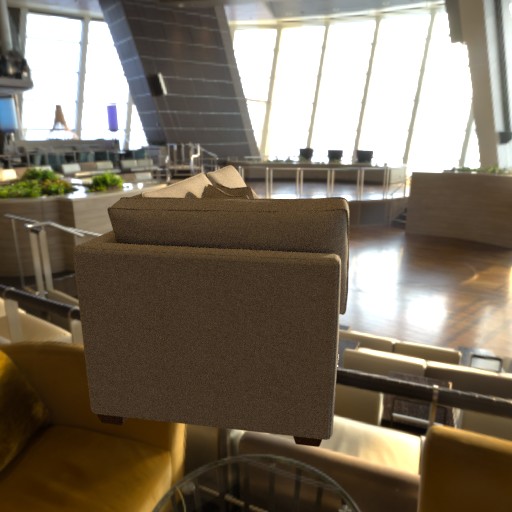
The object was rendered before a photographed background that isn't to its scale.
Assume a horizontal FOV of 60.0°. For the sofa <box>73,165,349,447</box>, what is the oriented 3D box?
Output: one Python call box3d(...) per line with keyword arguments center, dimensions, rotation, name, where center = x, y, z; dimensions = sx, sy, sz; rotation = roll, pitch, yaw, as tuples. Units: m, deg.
box3d(center=(0.000, 0.000, 2.798), dimensions=(1.110, 1.019, 2.238), rotation=(3, 16, 10), name="sofa")
